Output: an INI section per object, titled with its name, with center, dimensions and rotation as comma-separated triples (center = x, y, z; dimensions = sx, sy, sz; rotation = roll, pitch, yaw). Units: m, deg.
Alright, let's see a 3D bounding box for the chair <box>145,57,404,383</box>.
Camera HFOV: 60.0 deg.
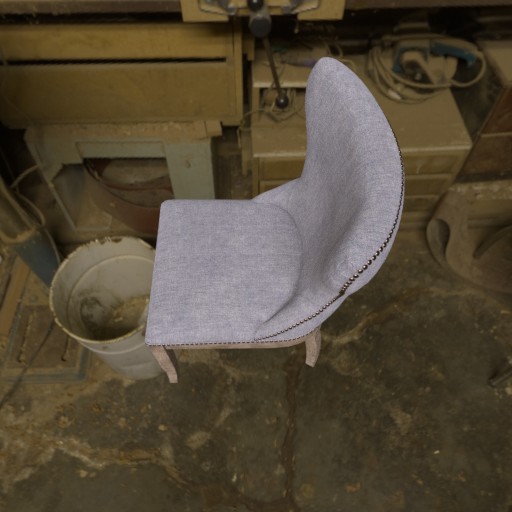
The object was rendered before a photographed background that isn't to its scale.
[chair]
center = 0.000, 0.000, 1.419
dimensions = 0.681, 1.002, 0.654
rotation = -1, 59, 0
